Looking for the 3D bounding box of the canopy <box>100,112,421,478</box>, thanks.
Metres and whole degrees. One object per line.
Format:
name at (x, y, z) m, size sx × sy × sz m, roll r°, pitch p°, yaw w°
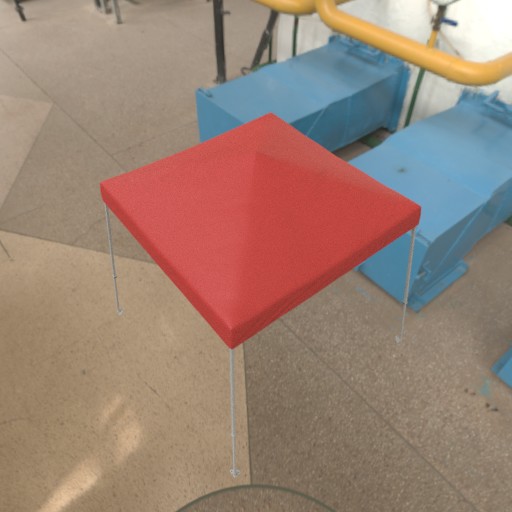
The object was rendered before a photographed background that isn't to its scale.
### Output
canopy at (0.000, 0.000, 6.552) m, size 3.600 × 3.600 × 3.599 m, roll -30°, pitch 54°, yaw -25°
